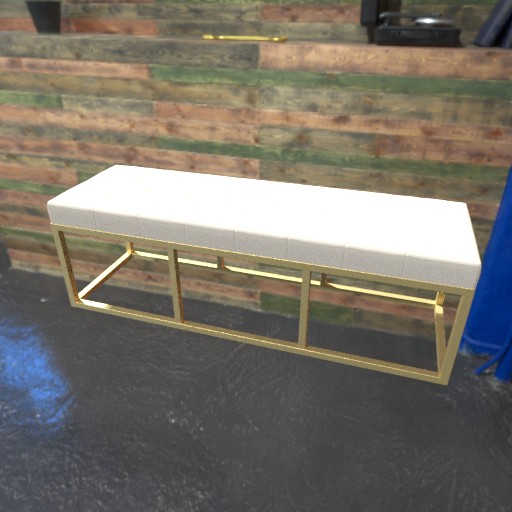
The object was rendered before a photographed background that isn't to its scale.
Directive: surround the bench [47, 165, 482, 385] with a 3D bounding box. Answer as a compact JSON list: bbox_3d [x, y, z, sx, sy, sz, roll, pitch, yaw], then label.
[{"bbox_3d":[0.000,0.000,1.722,1.473,0.484,0.457,9,31,15],"label":"bench"}]
